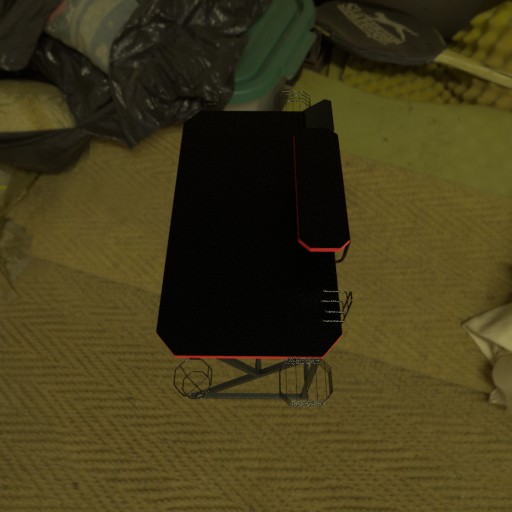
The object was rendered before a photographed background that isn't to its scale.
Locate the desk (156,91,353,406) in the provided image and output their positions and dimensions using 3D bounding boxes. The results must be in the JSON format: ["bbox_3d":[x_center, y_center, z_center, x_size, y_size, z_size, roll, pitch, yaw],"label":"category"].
[{"bbox_3d":[0.000,0.000,1.797,0.588,0.913,1.280,0,59,0],"label":"desk"}]
